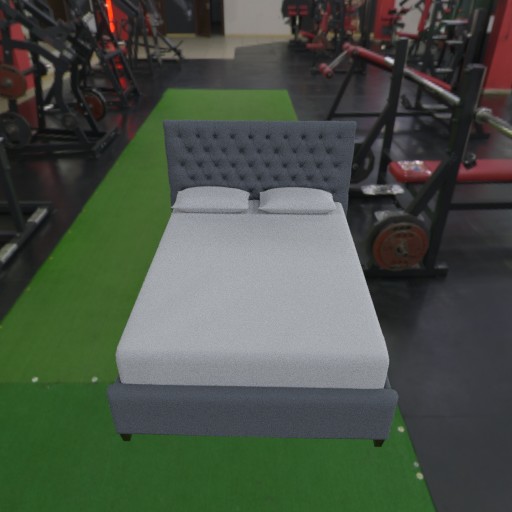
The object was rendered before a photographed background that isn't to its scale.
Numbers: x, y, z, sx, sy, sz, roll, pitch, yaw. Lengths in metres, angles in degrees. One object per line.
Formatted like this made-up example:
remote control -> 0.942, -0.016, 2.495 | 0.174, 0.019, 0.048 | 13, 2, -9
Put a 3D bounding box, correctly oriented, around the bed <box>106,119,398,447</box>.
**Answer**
bed -> 0.000, 0.000, 3.319 | 1.698, 1.427, 2.231 | 1, 32, 1
